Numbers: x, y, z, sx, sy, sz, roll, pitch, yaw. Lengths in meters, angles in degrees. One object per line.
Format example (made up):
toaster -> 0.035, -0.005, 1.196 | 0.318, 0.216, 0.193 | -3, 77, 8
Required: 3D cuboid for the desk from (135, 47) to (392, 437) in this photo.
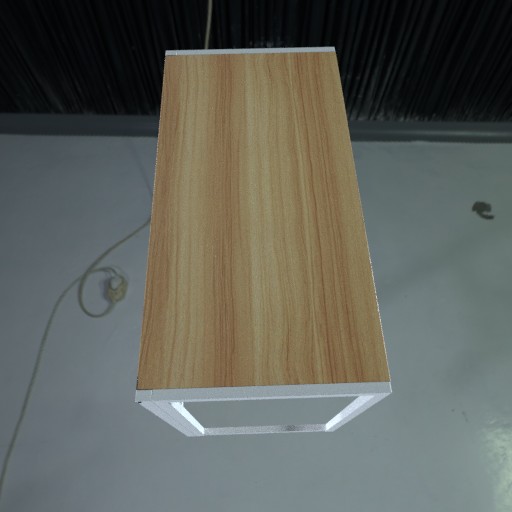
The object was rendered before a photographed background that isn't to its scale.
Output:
desk -> 0.000, 0.000, 1.441 | 0.508, 0.762, 1.016 | -2, 63, -1
